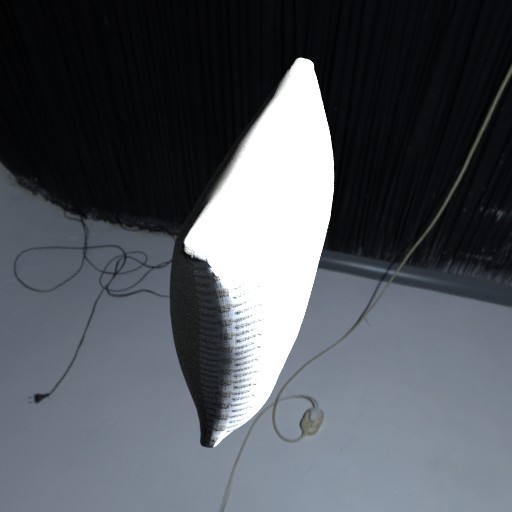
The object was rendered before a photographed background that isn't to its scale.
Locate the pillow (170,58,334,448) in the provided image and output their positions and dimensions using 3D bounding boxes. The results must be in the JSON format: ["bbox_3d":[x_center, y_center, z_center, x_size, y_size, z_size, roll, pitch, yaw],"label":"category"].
[{"bbox_3d":[0.000,0.000,0.763,0.219,0.491,0.496,12,46,12],"label":"pillow"}]
